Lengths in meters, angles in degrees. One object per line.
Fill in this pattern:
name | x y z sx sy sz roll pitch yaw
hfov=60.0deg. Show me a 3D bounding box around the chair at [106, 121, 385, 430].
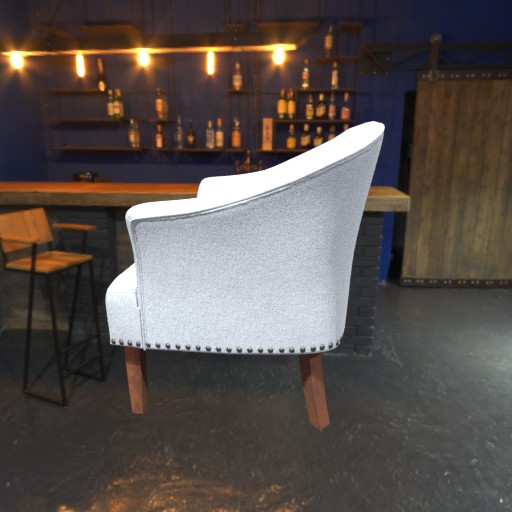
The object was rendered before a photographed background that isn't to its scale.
chair | 0.000 0.000 1.411 0.704 0.815 0.798 2 15 7
